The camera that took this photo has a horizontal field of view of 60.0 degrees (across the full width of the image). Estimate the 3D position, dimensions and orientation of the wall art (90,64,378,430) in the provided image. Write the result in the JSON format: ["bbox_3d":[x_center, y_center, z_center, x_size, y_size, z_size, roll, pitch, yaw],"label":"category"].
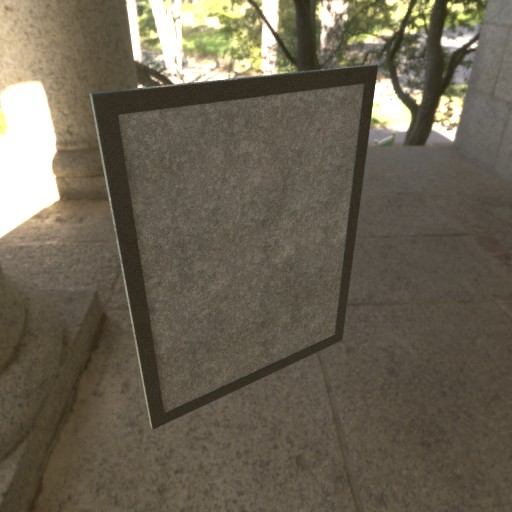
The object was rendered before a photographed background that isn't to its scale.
[{"bbox_3d":[0.000,0.000,1.292,0.767,0.983,0.030,-18,35,-27],"label":"wall art"}]
